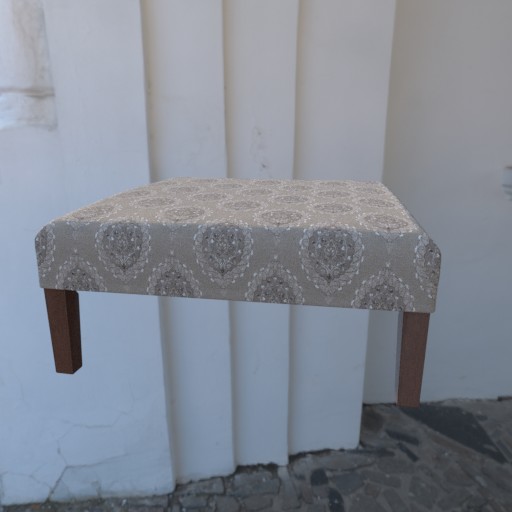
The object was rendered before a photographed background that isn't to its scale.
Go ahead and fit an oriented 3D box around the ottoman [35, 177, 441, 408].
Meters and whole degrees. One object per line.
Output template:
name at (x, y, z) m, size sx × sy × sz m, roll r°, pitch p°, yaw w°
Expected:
ottoman at (0.000, 0.000, 1.393) m, size 0.889 × 0.411 × 0.890 m, roll 3°, pitch 17°, yaw 9°
